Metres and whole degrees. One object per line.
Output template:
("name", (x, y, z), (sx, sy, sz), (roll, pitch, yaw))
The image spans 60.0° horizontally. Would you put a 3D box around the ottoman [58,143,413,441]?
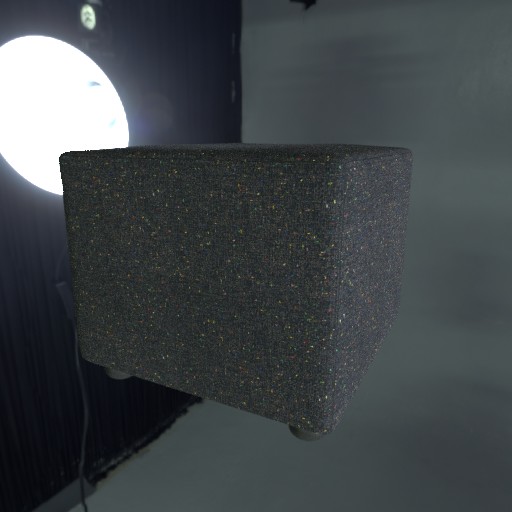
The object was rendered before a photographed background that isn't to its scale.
("ottoman", (0.000, 0.000, 0.880), (0.508, 0.432, 0.508), (8, 17, 27))
